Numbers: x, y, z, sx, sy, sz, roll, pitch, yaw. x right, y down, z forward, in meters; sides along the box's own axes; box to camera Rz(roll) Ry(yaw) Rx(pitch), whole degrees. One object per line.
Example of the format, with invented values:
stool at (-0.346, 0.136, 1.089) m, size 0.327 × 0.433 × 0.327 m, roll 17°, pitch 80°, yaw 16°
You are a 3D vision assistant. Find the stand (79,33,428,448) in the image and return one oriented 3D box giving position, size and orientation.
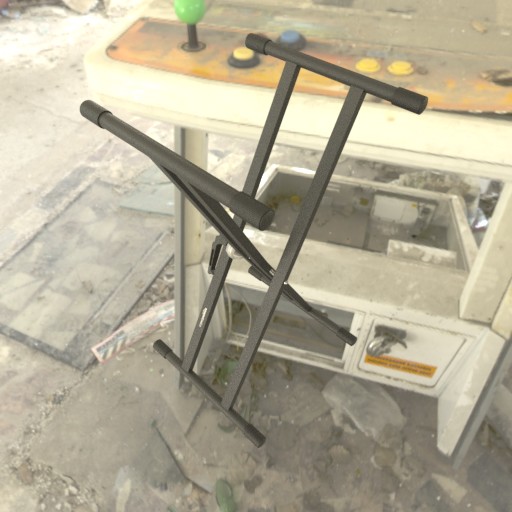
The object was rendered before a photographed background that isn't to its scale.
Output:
stand at (0.000, 0.000, 1.197) m, size 0.495 × 0.900 × 0.503 m, roll 34°, pitch 56°, yaw 28°
